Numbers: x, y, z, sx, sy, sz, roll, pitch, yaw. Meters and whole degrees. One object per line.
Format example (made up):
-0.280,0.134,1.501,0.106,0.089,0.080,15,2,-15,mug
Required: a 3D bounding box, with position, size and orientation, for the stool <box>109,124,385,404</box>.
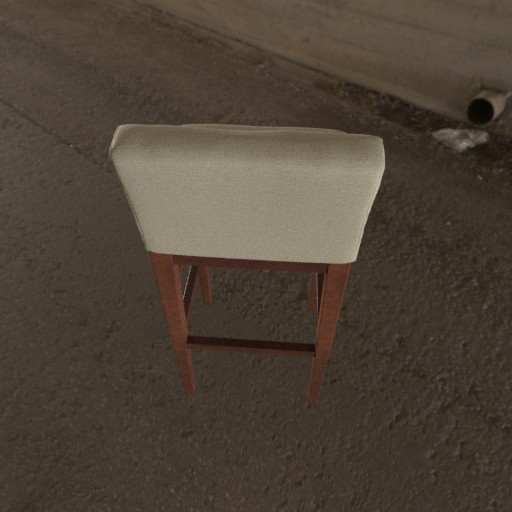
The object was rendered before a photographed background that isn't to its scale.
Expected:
0.000,0.000,1.312,0.511,1.037,0.500,3,47,3,stool
